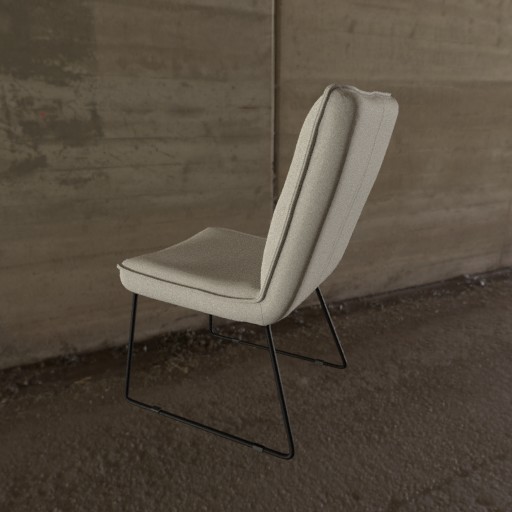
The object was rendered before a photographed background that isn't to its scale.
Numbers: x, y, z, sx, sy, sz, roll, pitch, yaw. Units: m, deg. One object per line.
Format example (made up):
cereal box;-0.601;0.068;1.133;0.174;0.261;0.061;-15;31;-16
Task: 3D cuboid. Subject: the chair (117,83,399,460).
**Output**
chair;0.000;0.000;1.335;0.688;0.930;0.515;9;19;26
